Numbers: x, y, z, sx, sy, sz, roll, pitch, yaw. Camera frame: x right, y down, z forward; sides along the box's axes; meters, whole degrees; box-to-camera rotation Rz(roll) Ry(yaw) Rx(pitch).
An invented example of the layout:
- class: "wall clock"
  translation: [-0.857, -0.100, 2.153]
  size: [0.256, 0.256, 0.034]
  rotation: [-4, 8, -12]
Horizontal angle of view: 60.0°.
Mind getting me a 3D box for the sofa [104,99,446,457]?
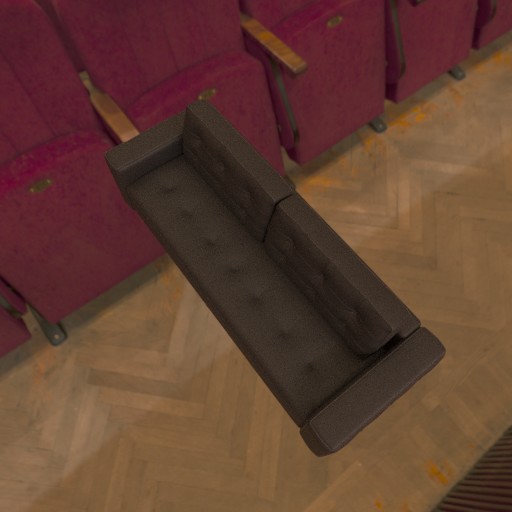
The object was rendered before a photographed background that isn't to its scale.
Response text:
- class: "sofa"
  translation: [0.000, 0.000, 2.756]
  size: [0.833, 0.893, 2.275]
  rotation: [-34, 68, -16]
